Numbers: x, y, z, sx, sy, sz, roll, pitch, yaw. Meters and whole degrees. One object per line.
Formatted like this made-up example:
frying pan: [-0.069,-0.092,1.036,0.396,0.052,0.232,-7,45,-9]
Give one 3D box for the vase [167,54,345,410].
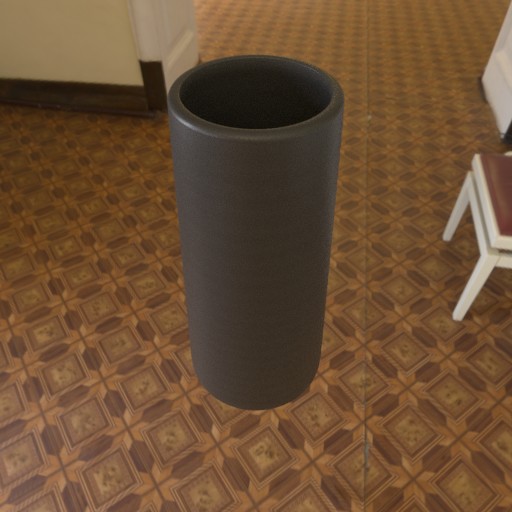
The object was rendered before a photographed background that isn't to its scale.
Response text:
vase: [0.000,0.000,0.369,0.136,0.289,0.136,17,49,16]
